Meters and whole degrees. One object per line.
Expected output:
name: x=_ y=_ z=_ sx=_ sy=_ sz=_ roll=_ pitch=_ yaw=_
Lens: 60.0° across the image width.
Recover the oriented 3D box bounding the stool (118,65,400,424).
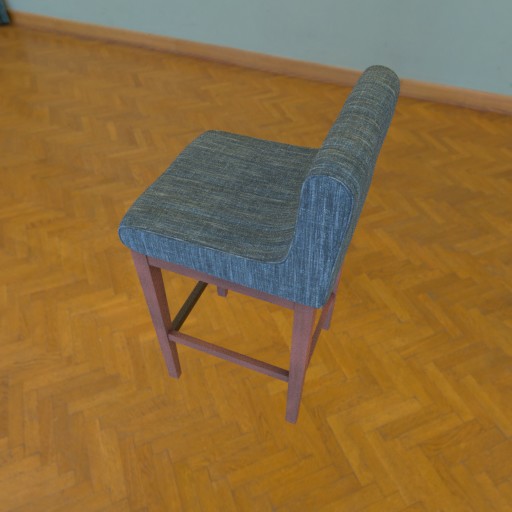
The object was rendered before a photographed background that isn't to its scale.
stool: x=0.000 y=0.000 z=1.066 sx=0.459 sy=0.835 sz=0.395 roll=16 pitch=48 yaw=15
